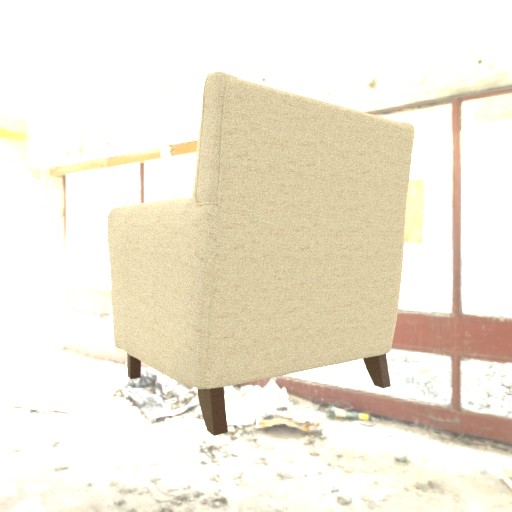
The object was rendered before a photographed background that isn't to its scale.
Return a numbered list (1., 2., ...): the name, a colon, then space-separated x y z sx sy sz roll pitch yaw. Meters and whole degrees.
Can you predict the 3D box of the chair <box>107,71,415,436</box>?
1. chair: 0.000 0.000 1.640 0.870 0.943 0.823 0 1 -36
